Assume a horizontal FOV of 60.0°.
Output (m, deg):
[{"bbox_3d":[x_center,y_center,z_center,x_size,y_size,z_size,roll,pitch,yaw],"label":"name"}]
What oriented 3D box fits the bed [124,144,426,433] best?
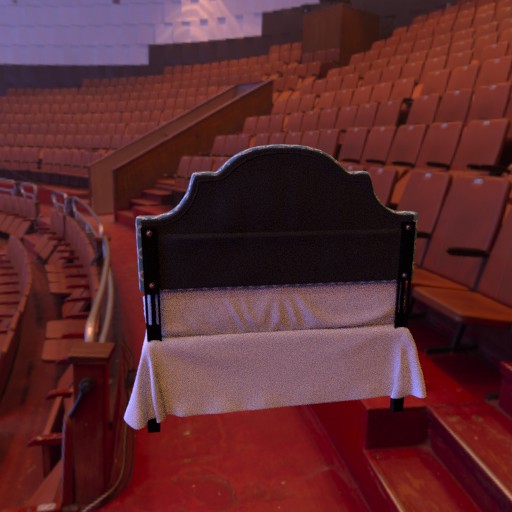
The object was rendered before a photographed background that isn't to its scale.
[{"bbox_3d":[0.000,0.000,3.448,1.780,1.633,2.222,-2,13,-8],"label":"bed"}]
